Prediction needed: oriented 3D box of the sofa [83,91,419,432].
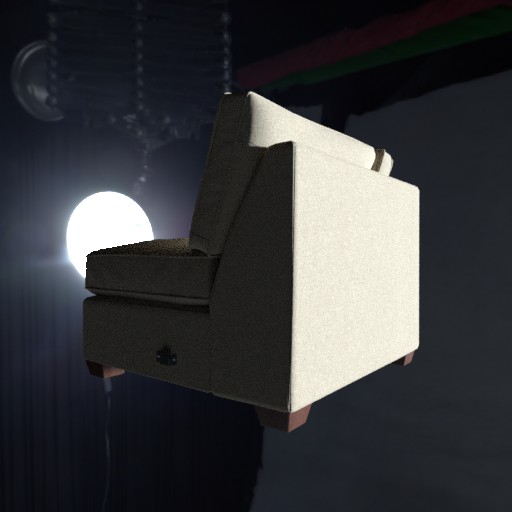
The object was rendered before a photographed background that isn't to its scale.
[{"bbox_3d":[0.000,0.000,1.962,1.084,1.002,1.146,0,0,37],"label":"sofa"}]
